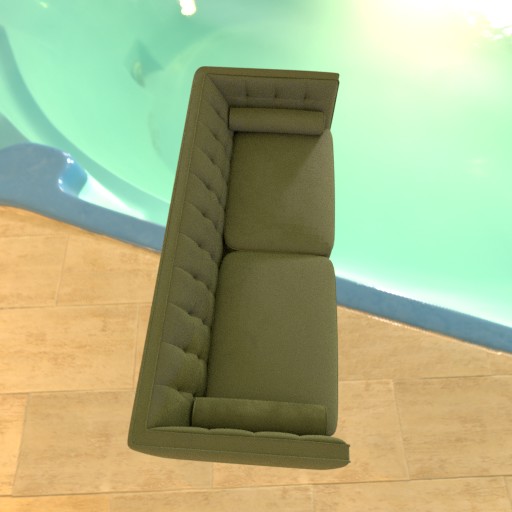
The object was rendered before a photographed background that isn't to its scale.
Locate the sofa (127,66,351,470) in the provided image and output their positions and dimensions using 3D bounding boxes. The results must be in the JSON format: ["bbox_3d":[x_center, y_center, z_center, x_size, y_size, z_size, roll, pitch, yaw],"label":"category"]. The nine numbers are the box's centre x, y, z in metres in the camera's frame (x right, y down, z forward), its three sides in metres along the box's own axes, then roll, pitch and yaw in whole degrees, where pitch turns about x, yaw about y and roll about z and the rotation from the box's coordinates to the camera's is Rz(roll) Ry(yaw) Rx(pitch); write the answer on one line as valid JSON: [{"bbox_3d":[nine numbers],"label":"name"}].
[{"bbox_3d":[0.000,0.000,2.444,0.867,0.789,2.087,3,63,2],"label":"sofa"}]
